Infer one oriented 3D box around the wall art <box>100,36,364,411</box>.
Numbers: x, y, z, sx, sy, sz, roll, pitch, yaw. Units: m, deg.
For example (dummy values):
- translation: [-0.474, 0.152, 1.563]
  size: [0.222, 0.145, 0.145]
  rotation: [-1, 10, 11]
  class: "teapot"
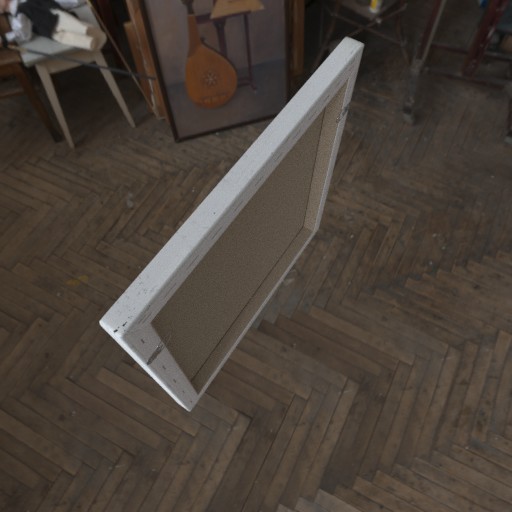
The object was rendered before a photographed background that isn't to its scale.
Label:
- translation: [0.000, 0.000, 0.902]
  size: [0.040, 0.611, 0.610]
  rotation: [31, 67, 15]
  class: "wall art"
